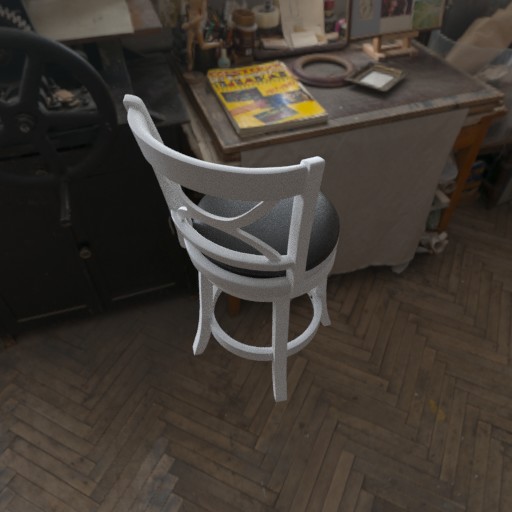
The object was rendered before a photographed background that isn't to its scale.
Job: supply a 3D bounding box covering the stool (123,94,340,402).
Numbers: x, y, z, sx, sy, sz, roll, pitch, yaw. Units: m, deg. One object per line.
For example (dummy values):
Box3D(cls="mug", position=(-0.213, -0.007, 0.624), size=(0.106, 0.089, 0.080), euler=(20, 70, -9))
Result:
Box3D(cls="stool", position=(0.000, 0.000, 1.239), size=(0.444, 0.953, 0.508), euler=(24, 51, 21))
